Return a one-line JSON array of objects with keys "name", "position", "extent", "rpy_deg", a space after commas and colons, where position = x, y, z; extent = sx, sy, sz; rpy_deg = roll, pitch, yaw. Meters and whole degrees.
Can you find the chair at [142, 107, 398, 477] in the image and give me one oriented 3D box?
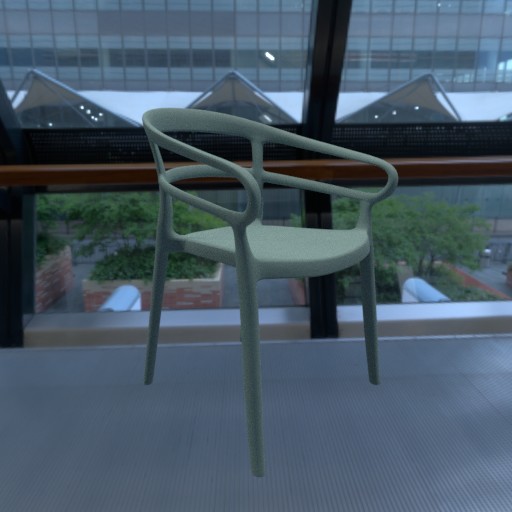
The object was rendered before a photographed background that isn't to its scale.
[{"name": "chair", "position": [0.000, 0.000, 1.156], "extent": [0.527, 0.761, 0.559], "rpy_deg": [12, 18, 41]}]
